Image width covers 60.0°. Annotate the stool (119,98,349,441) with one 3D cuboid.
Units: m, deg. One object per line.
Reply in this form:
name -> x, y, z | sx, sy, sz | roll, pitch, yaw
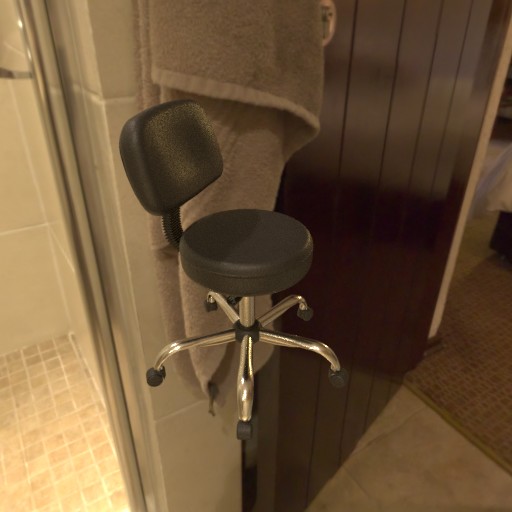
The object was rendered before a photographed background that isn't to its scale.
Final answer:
stool -> 0.000, 0.000, 1.361 | 0.648, 0.862, 0.673 | 11, 31, 18
